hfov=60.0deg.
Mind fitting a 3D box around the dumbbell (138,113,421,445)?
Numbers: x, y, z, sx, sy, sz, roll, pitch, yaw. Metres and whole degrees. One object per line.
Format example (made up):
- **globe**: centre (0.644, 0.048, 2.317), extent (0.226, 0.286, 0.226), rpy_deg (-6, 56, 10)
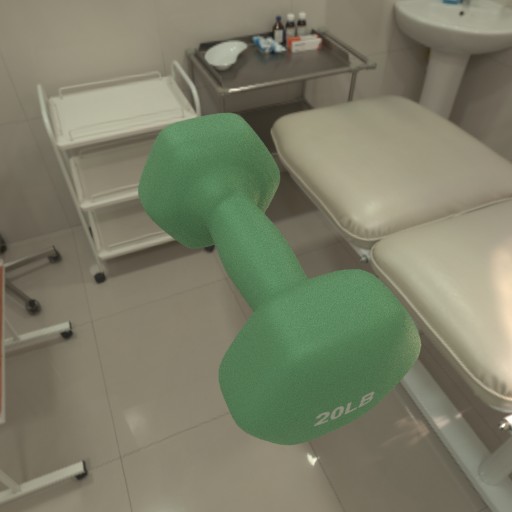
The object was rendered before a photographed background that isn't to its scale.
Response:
- **dumbbell**: centre (0.000, 0.000, 0.334), extent (0.129, 0.117, 0.260), rpy_deg (-17, 48, -16)
